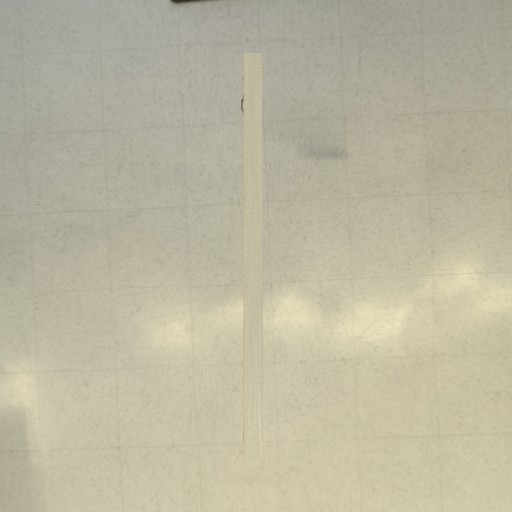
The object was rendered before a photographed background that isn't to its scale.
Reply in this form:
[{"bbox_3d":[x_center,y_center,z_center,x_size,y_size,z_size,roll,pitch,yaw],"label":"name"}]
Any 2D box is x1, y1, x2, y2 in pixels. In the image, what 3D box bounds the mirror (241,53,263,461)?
[{"bbox_3d":[0.000,0.000,1.336,0.040,1.016,0.762,0,90,1],"label":"mirror"}]
